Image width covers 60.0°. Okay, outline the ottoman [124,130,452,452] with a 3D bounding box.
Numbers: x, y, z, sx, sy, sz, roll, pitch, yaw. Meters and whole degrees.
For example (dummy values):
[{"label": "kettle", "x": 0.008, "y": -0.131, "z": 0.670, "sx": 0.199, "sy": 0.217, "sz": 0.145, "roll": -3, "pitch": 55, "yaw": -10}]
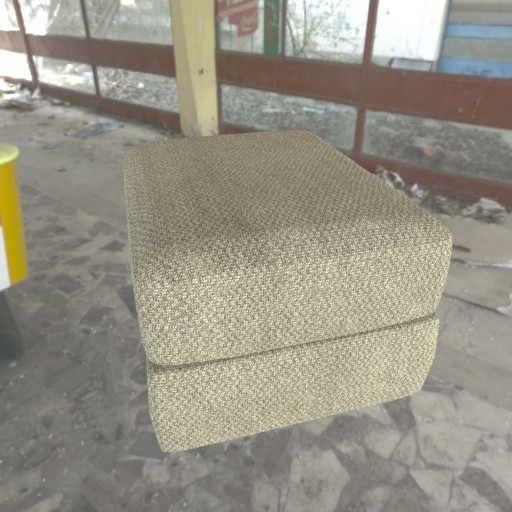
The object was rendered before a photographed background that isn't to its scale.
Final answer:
[{"label": "ottoman", "x": 0.000, "y": 0.000, "z": 1.126, "sx": 0.603, "sy": 0.476, "sz": 0.751, "roll": -8, "pitch": 31, "yaw": -14}]
